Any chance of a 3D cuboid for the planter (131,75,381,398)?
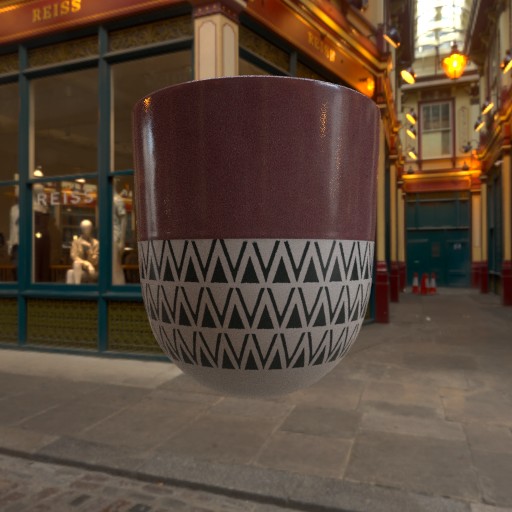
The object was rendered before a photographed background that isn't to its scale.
[{"bbox_3d":[0.000,0.000,0.359,0.195,0.214,0.195,0,0,0],"label":"planter"}]
